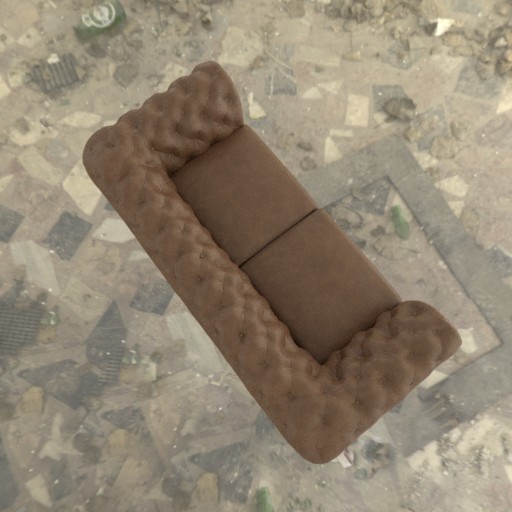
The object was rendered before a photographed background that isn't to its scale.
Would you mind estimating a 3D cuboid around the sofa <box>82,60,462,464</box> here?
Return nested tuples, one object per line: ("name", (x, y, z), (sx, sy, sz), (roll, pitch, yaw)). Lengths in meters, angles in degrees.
("sofa", (0.000, 0.000, 2.512), (0.955, 0.784, 2.048), (-37, 77, -10))
